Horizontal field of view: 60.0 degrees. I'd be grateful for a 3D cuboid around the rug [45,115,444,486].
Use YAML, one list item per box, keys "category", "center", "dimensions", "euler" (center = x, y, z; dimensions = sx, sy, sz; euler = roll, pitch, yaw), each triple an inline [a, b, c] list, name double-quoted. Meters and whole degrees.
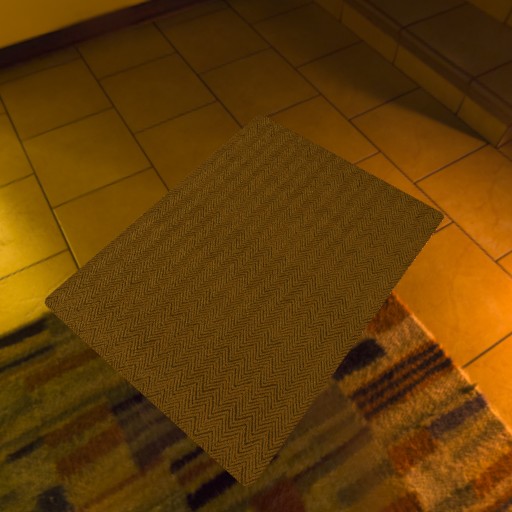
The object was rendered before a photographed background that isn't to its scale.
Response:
- category: "rug"
  center: [0.000, 0.000, 4.293]
  dimensions: [2.439, 0.014, 3.207]
  euler: [34, 64, 19]
